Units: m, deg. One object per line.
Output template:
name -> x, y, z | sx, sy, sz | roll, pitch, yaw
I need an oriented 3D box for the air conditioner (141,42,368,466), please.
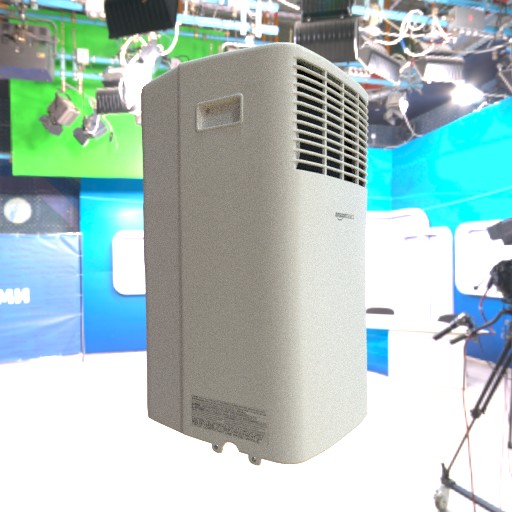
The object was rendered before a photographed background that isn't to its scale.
air conditioner -> 0.000, 0.000, 0.793 | 0.349, 0.606, 0.304 | 1, 1, 36
